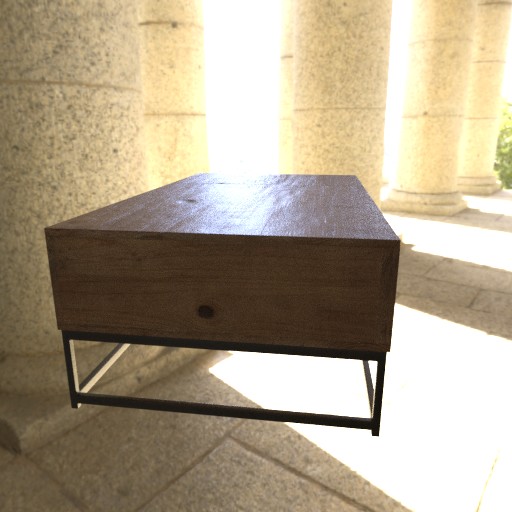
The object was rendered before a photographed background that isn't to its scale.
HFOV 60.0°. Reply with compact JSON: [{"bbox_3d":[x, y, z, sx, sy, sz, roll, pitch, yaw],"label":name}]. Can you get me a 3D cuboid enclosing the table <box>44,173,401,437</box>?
[{"bbox_3d":[0.000,0.000,1.367,0.655,0.395,1.101,2,16,8],"label":"table"}]
